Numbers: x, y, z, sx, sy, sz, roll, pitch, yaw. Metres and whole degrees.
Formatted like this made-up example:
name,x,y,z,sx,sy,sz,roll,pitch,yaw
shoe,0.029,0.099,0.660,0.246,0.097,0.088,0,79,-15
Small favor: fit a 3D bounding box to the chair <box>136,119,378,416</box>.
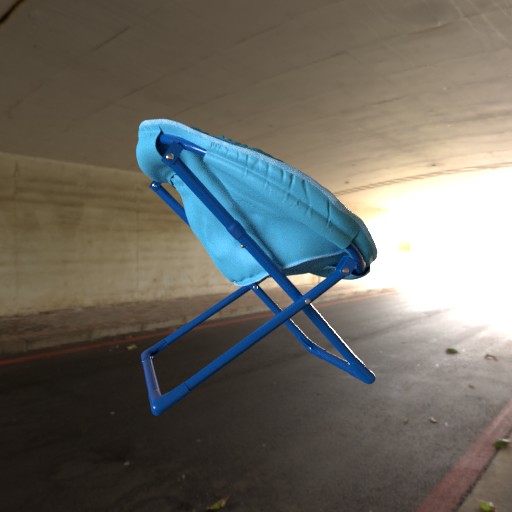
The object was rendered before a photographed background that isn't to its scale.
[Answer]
name,x,y,z,sx,sy,sz,roll,pitch,yaw
chair,0.000,0.000,0.894,0.465,0.478,0.520,0,1,-17
